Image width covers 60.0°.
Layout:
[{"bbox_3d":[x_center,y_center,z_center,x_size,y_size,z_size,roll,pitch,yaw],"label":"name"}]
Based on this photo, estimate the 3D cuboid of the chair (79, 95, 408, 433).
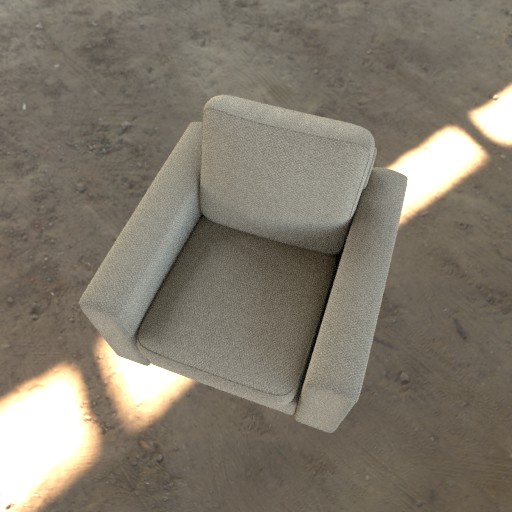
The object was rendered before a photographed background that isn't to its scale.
[{"bbox_3d":[0.000,0.000,1.786,1.005,0.873,1.016,17,60,10],"label":"chair"}]
